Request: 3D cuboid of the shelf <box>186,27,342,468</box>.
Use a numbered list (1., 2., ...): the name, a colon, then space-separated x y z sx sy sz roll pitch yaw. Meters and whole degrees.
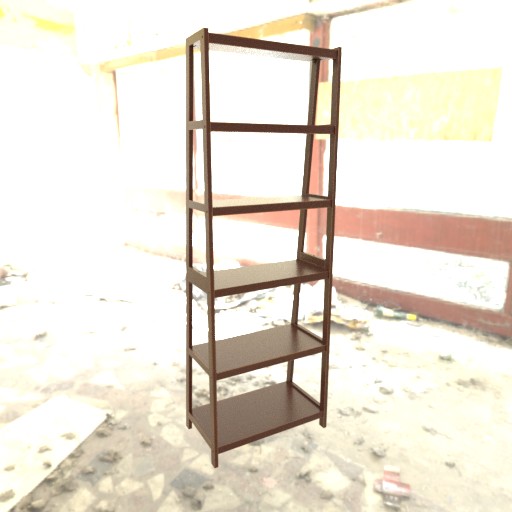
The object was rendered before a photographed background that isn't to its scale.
1. shelf: 0.000 0.000 2.174 0.660 1.892 0.381 -7 15 -28
